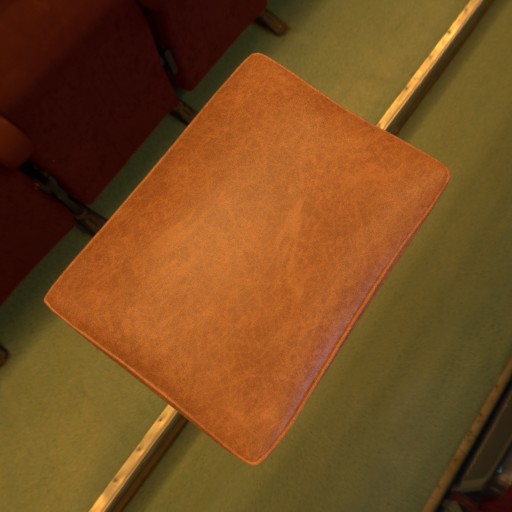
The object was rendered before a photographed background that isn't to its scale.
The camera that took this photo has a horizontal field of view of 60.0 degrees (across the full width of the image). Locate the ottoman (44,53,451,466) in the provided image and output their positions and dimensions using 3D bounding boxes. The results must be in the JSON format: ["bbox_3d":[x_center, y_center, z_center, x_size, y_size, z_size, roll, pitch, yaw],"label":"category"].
[{"bbox_3d":[0.000,0.000,1.101,0.554,0.468,0.756,35,78,9],"label":"ottoman"}]
